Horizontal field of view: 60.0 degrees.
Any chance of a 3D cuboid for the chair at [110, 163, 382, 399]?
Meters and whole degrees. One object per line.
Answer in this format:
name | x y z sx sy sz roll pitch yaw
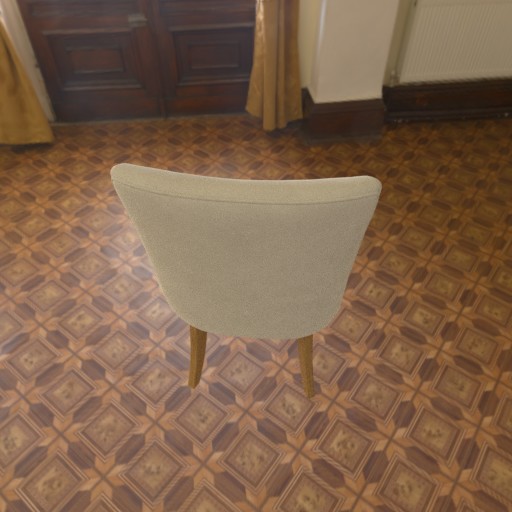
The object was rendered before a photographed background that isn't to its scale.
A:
chair | 0.000 0.000 1.247 0.495 0.902 0.610 4 46 4
